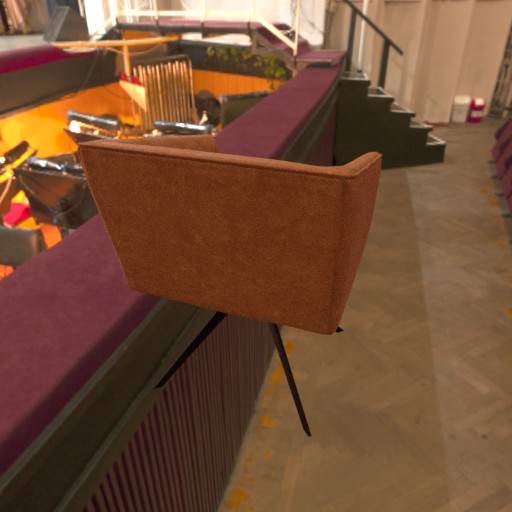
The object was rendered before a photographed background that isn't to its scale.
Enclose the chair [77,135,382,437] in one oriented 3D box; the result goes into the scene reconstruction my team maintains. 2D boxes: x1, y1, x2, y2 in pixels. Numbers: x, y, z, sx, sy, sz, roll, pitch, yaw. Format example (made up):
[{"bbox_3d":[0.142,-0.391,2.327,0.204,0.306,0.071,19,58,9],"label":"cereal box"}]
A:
[{"bbox_3d":[0.000,0.000,1.264,0.588,0.760,0.625,11,32,18],"label":"chair"}]
